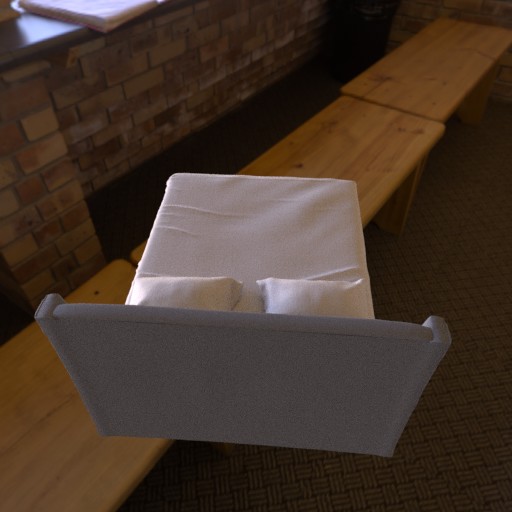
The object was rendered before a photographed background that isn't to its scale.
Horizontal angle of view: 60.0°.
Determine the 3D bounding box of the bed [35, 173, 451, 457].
[{"bbox_3d":[0.000,0.000,3.240,1.925,1.332,2.276,3,45,3],"label":"bed"}]
